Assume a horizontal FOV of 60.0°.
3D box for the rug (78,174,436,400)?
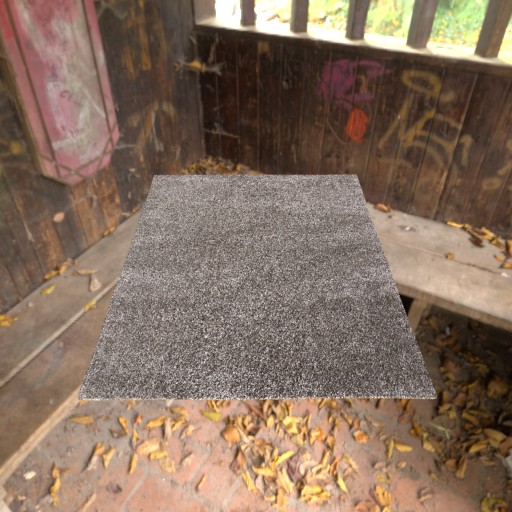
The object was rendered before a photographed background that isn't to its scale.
[{"bbox_3d":[0.000,0.000,4.111,2.401,0.025,3.000,0,40,0],"label":"rug"}]
